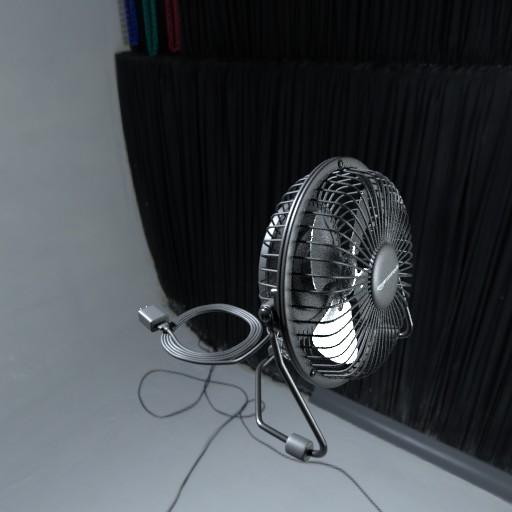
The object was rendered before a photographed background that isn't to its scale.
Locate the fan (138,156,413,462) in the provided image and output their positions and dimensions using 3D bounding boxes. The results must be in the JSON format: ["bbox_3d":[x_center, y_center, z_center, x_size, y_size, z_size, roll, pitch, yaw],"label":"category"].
[{"bbox_3d":[0.000,0.000,0.308,0.202,0.152,0.153,18,32,32],"label":"fan"}]
